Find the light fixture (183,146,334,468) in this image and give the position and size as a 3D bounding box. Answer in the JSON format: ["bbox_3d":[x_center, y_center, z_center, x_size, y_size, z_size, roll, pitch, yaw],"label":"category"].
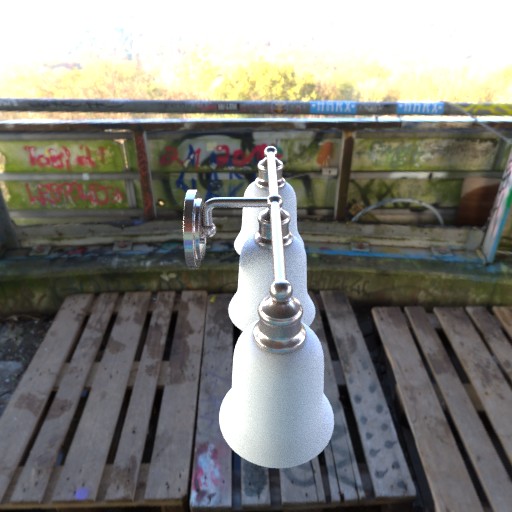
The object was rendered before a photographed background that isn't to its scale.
[{"bbox_3d":[0.000,0.000,0.687,0.198,0.211,0.570,0,32,0],"label":"light fixture"}]
